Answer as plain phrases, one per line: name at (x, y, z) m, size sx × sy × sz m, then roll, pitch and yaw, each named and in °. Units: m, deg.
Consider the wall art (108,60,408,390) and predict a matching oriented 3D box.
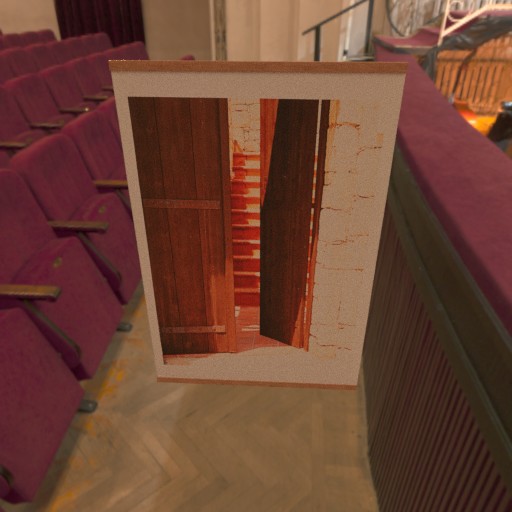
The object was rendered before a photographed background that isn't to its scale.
wall art at (0.000, 0.000, 1.884) m, size 1.019 × 1.527 × 0.019 m, roll 2°, pitch 30°, yaw 3°
